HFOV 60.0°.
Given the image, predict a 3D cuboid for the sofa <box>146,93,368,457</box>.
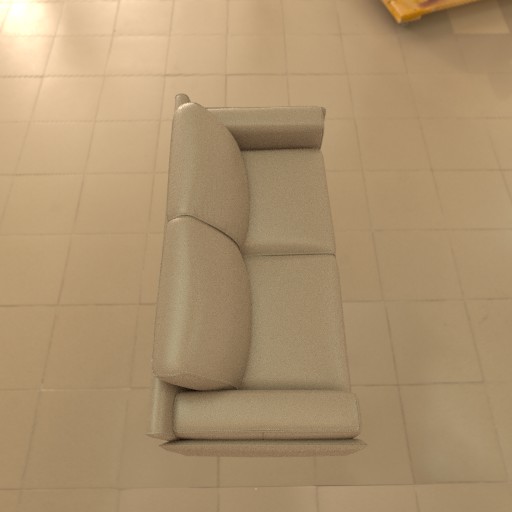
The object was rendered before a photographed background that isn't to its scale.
[{"bbox_3d":[0.000,0.000,2.548,1.049,0.930,2.101,-1,62,-1],"label":"sofa"}]
